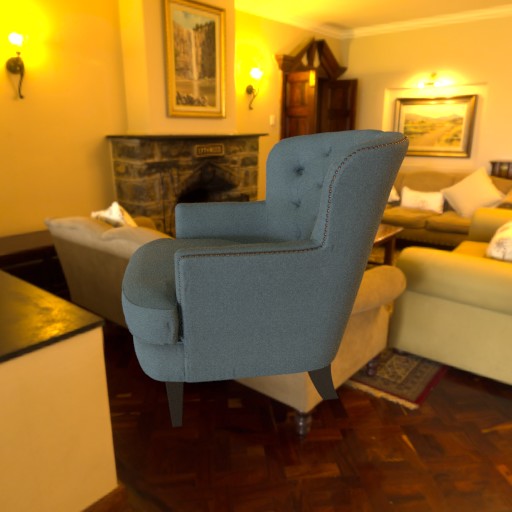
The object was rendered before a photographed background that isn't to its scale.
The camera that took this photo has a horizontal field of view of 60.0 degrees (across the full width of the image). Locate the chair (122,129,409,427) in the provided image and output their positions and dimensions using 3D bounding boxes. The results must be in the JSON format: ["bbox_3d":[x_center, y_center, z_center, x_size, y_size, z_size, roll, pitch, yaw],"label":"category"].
[{"bbox_3d":[0.000,0.000,1.579,0.906,0.868,0.848,-3,16,-9],"label":"chair"}]
